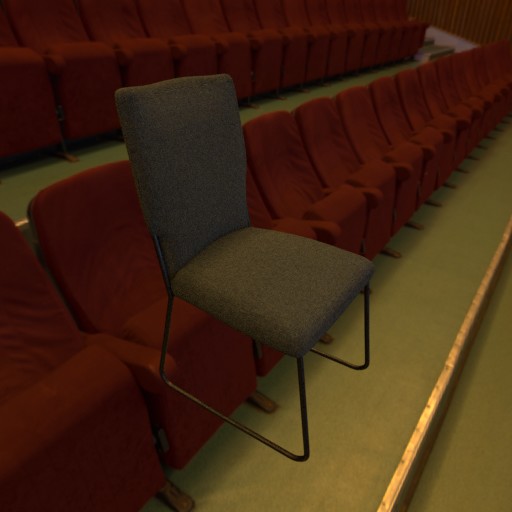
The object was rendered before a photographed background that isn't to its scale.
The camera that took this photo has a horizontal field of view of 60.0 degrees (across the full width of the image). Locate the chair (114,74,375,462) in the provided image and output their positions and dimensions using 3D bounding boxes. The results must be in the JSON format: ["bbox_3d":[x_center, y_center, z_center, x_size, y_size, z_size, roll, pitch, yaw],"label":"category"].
[{"bbox_3d":[0.000,0.000,1.297,0.635,0.931,0.480,18,34,29],"label":"chair"}]
